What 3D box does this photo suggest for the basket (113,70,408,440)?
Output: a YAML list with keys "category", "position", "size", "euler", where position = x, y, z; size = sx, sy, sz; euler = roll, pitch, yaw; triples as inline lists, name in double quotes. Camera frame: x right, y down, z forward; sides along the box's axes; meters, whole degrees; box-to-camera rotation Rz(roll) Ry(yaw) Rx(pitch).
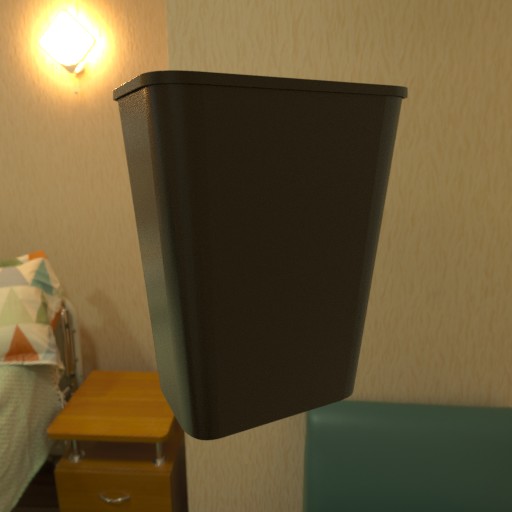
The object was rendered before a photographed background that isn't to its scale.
- category: "basket"
  position: [0.000, 0.000, 0.740]
  size: [0.394, 0.521, 0.287]
  euler: [-7, 16, -26]
